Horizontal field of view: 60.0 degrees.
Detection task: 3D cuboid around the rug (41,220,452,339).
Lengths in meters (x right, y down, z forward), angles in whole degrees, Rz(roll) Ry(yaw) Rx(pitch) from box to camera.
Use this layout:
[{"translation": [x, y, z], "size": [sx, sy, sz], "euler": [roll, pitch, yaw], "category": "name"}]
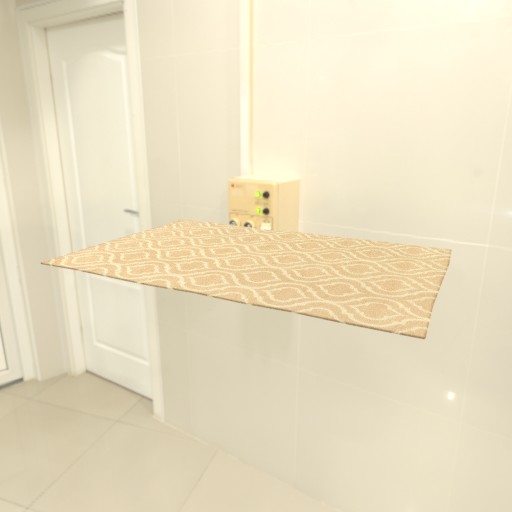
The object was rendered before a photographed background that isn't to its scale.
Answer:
[{"translation": [0.000, 0.000, 2.236], "size": [1.761, 0.013, 1.152], "euler": [8, 18, 26], "category": "rug"}]
